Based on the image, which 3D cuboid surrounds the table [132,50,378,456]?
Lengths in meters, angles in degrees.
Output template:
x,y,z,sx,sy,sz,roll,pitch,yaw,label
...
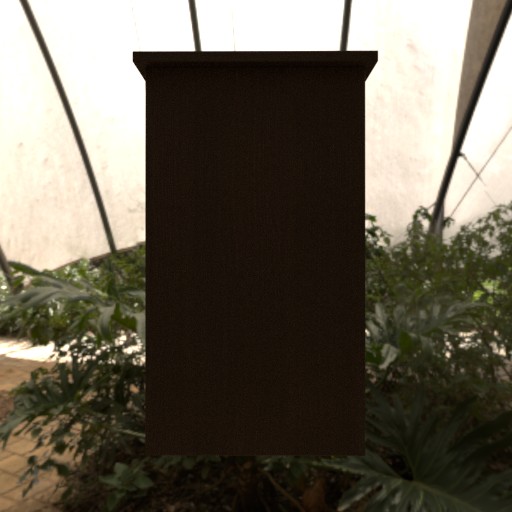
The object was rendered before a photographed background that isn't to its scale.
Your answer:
x,y,z,sx,sy,sz,roll,pitch,yaw,label
0.000,0.000,0.925,0.381,0.635,0.480,0,0,0,table
